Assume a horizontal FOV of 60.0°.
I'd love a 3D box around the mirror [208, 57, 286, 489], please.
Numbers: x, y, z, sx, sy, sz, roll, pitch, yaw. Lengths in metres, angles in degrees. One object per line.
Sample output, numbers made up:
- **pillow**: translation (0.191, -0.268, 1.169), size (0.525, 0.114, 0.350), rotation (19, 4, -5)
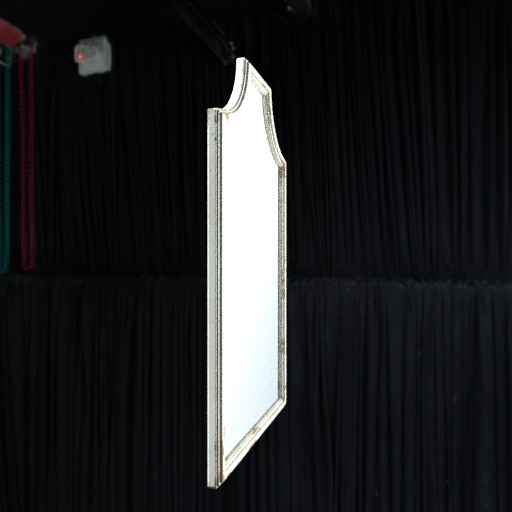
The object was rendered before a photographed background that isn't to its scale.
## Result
- **mirror**: translation (0.000, 0.000, 0.872), size (0.022, 0.717, 0.403), rotation (0, 0, 19)
